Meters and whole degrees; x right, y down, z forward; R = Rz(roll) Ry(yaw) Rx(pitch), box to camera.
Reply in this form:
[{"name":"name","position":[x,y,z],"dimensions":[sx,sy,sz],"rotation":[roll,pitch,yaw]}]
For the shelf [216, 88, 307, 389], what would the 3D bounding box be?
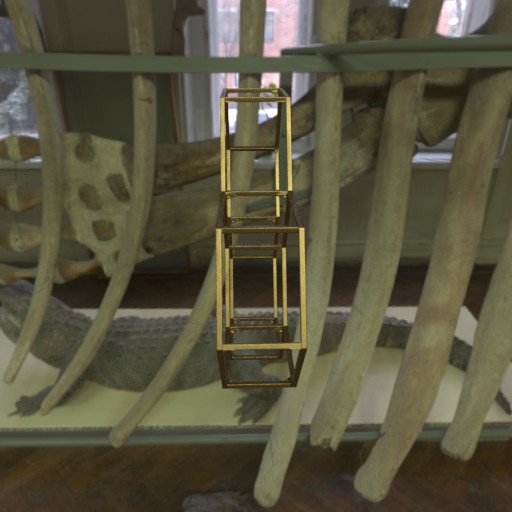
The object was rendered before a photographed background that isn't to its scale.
[{"name":"shelf","position":[0.000,0.000,1.050],"dimensions":[0.150,0.701,0.708],"rotation":[-1,26,-1]}]
